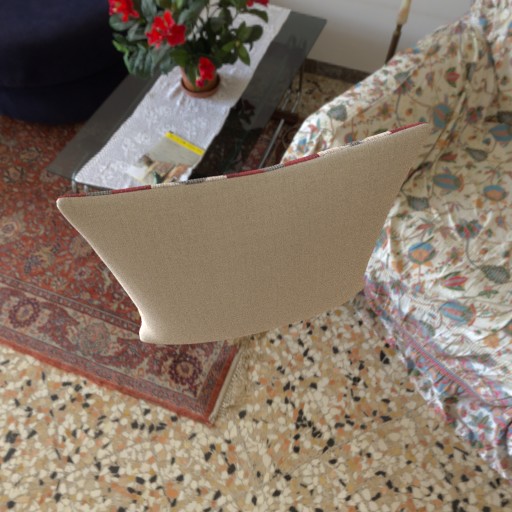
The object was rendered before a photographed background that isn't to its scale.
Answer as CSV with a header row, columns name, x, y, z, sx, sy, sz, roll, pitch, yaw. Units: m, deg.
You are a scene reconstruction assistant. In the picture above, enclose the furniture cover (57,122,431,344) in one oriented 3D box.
name,x,y,z,sx,sy,sz,roll,pitch,yaw
furniture cover,0.000,0.000,0.662,0.435,0.420,0.145,-13,60,-7
